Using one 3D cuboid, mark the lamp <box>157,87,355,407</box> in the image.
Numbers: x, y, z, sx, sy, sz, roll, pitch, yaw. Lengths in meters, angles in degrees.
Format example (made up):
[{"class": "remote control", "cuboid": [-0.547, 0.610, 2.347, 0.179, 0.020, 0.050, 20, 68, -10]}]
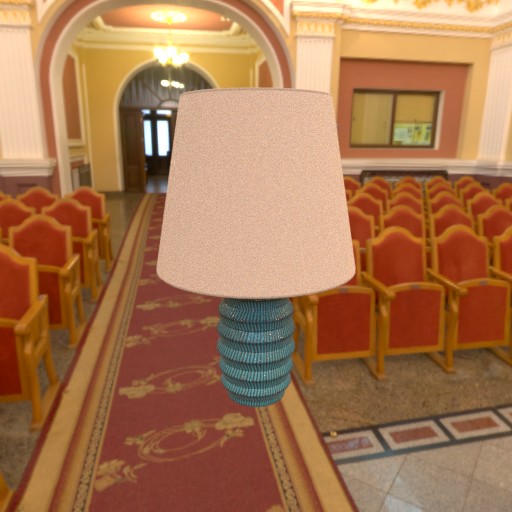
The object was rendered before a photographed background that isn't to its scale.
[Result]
[{"class": "lamp", "cuboid": [0.000, 0.000, 0.576, 0.254, 0.392, 0.254, 0, 15, 0]}]
